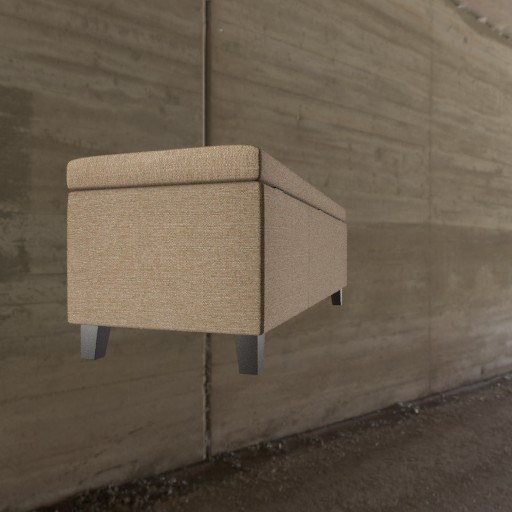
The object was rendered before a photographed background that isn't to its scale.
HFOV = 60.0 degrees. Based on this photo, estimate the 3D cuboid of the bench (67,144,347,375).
[{"bbox_3d":[0.000,0.000,1.459,0.446,0.438,1.269,0,0,19],"label":"bench"}]
